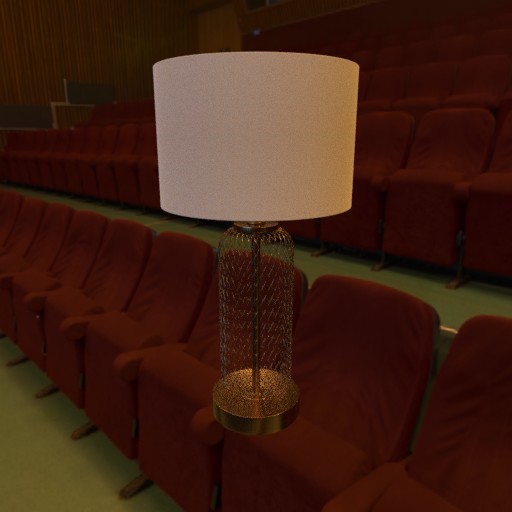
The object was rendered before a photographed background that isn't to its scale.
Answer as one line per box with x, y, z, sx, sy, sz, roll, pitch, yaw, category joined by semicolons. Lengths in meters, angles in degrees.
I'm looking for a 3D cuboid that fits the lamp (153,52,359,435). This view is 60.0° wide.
0.000;0.000;0.618;0.252;0.483;0.252;15;21;43;lamp
